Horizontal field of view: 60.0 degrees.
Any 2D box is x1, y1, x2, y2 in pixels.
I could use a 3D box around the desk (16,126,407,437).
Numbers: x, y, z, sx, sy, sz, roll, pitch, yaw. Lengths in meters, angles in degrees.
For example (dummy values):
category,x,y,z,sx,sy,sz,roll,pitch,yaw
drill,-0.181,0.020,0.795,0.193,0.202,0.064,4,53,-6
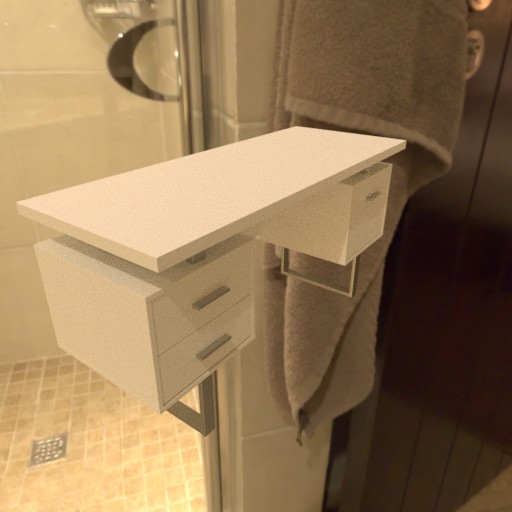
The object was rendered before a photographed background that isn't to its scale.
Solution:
category,x,y,z,sx,sy,sz,roll,pitch,yaw
desk,0.000,0.000,1.844,0.603,0.773,1.530,18,32,33
